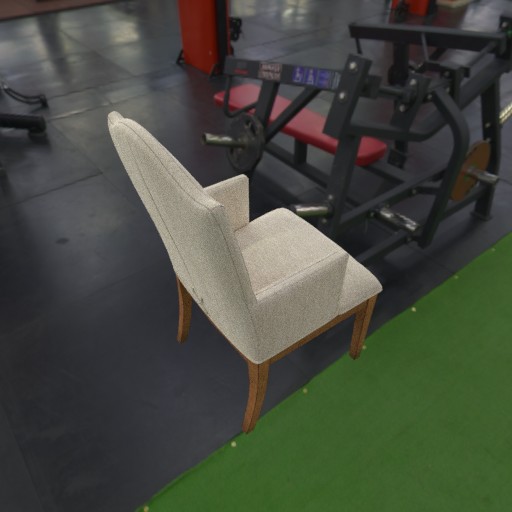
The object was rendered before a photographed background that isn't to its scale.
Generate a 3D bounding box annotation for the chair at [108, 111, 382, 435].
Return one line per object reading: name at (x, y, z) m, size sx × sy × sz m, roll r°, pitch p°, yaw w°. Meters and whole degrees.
chair at (0.000, 0.000, 1.368) m, size 0.641 × 1.016 × 0.533 m, roll -26°, pitch 48°, yaw -26°
